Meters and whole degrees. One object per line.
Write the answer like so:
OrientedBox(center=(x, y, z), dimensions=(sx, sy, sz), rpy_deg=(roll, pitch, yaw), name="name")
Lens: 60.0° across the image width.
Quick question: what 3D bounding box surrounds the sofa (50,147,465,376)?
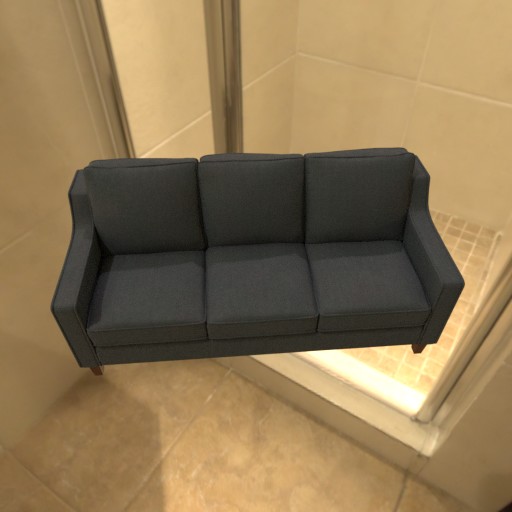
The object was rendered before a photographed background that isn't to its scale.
OrientedBox(center=(0.000, 0.000, 2.519), dimensions=(1.986, 0.974, 0.911), rpy_deg=(-3, 45, -3), name="sofa")
